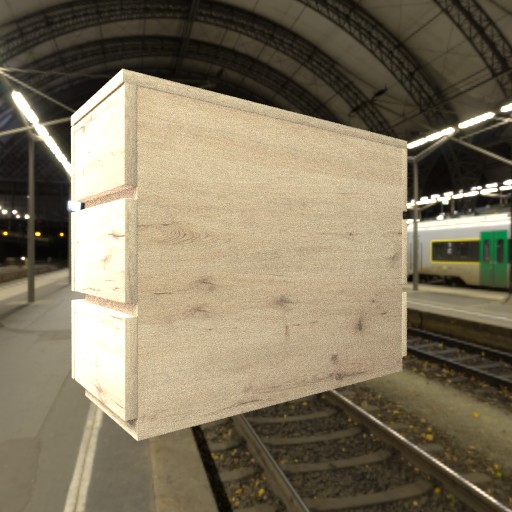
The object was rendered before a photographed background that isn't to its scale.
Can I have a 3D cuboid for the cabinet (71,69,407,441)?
[{"bbox_3d":[0.000,0.000,1.446,1.040,0.820,0.420,0,0,-37],"label":"cabinet"}]
